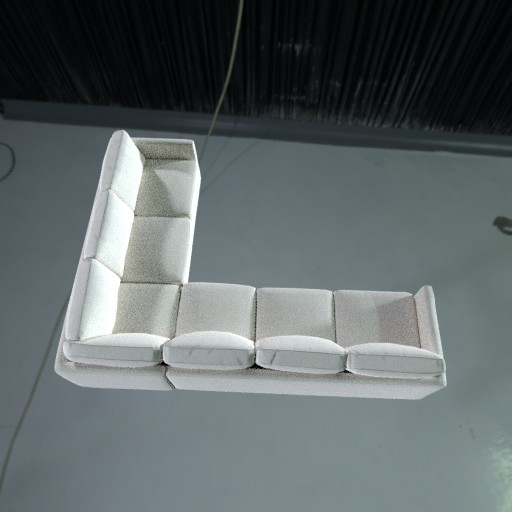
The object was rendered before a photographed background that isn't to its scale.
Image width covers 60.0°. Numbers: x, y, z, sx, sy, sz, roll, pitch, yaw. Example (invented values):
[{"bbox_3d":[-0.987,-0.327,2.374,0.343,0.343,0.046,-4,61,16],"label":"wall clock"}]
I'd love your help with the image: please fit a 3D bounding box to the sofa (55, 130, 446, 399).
[{"bbox_3d":[0.000,0.000,4.444,3.302,0.947,2.593,2,63,1],"label":"sofa"}]
